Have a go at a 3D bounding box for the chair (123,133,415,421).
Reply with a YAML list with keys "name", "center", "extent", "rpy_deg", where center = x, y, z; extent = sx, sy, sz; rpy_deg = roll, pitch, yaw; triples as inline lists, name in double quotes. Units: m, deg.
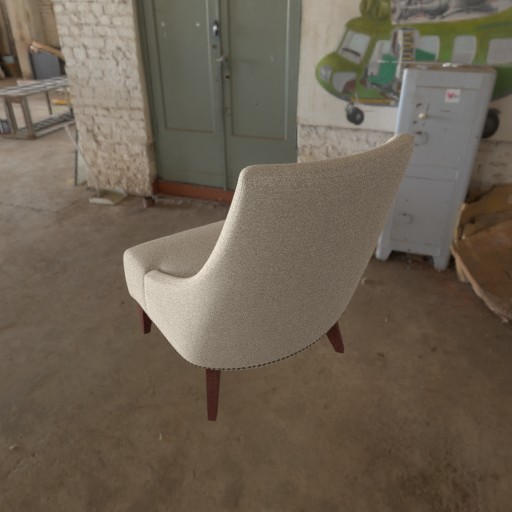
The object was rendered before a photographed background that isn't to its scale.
- name: "chair"
  center: [0.000, 0.000, 1.528]
  extent: [0.701, 0.909, 0.861]
  rpy_deg: [-19, 34, -29]
